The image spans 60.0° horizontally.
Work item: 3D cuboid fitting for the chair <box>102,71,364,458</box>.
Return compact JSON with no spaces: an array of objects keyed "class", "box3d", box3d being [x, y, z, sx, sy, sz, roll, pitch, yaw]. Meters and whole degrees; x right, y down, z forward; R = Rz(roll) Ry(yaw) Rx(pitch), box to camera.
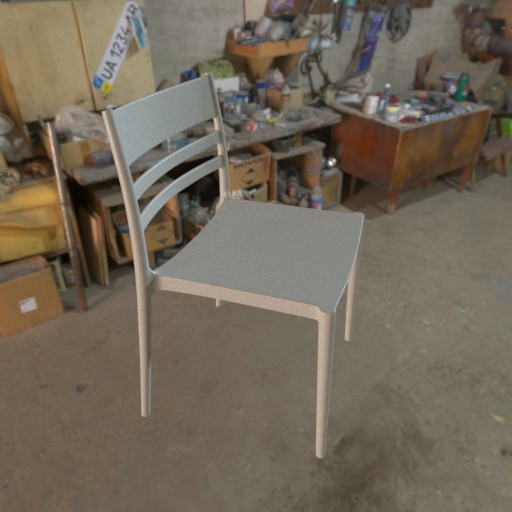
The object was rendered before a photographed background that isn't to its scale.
[{"class":"chair","box3d":[0.000,0.000,1.138,0.511,0.800,0.531,10,32,16]}]
